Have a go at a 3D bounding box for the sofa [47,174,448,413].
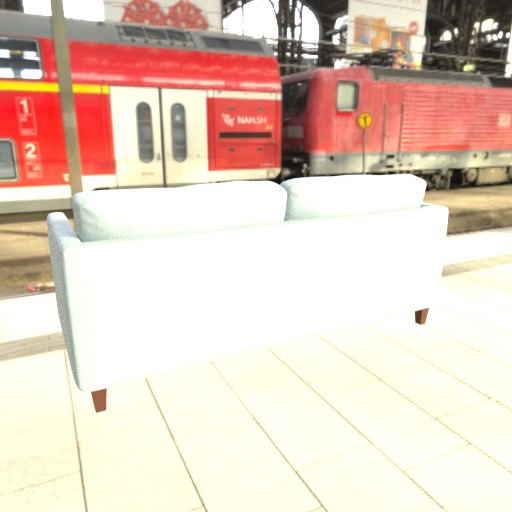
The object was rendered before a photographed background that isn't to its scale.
[{"bbox_3d":[0.000,0.000,2.666,2.208,0.965,0.951,-8,18,-27],"label":"sofa"}]
